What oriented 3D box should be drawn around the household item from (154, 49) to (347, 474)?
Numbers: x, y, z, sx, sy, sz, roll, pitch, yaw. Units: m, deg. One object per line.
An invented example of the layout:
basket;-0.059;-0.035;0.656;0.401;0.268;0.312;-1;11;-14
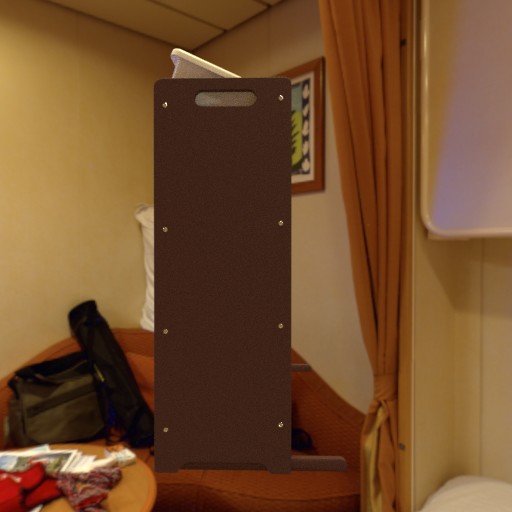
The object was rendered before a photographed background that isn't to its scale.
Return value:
household item;0.000;0.000;1.273;0.389;0.864;0.787;0;1;2
